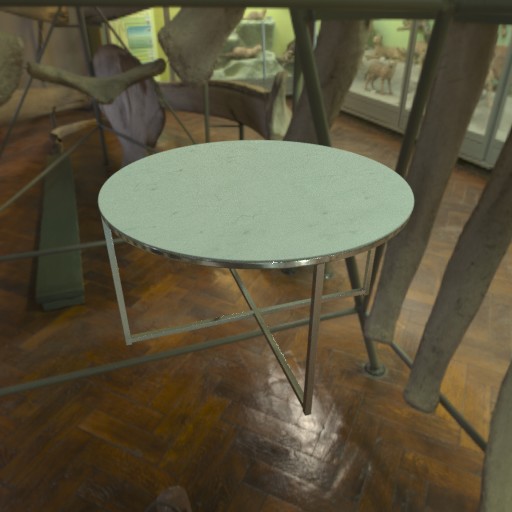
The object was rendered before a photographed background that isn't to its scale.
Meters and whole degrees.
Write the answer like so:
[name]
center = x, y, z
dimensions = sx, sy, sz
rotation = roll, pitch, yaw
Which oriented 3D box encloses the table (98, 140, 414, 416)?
[table]
center = 0.000, 0.000, 1.286
dimensions = 0.800, 0.450, 0.800
rotation = 0, 30, 0
